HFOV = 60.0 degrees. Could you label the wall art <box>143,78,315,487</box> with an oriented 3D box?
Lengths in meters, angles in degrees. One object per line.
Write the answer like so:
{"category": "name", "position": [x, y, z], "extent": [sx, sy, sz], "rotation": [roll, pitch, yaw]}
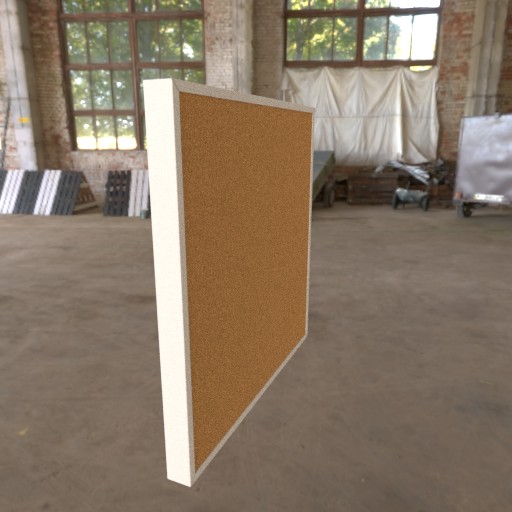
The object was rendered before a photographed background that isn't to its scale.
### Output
{"category": "wall art", "position": [0.000, 0.000, 0.754], "extent": [0.037, 0.508, 0.508], "rotation": [7, 16, 23]}
